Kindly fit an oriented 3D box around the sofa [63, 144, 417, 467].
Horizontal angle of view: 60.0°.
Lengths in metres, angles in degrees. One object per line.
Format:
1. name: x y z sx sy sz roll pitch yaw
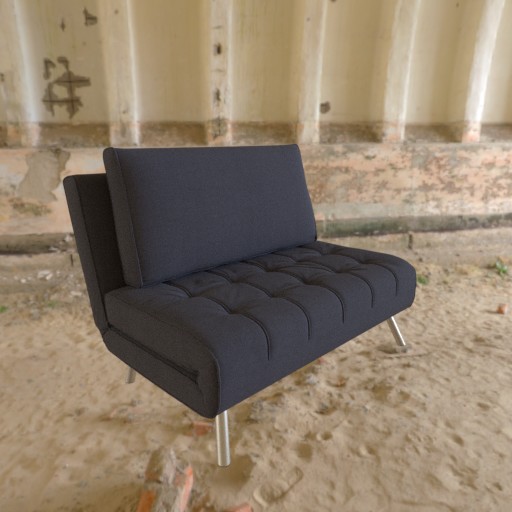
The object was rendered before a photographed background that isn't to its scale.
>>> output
1. sofa: 0.000 0.000 1.884 0.910 0.910 1.220 15 21 43
